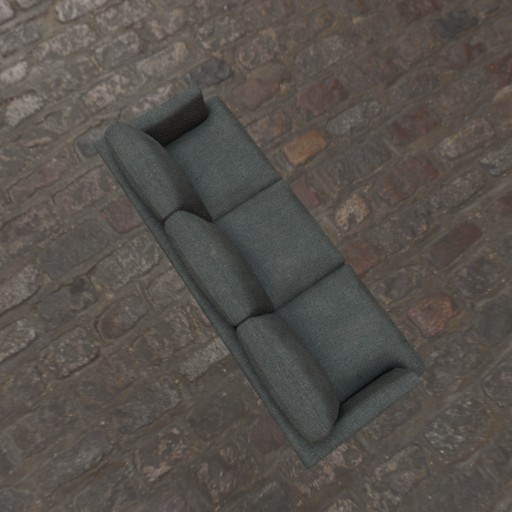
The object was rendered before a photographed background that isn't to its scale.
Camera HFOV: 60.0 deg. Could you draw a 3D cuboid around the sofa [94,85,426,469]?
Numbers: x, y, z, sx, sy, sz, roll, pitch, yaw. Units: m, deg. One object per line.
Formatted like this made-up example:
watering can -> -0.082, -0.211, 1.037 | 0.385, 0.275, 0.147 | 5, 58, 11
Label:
sofa -> 0.000, 0.000, 2.718 | 0.903, 0.930, 2.246 | -34, 77, -9
